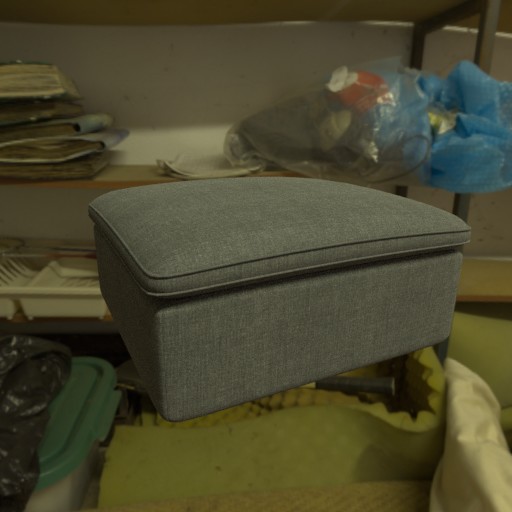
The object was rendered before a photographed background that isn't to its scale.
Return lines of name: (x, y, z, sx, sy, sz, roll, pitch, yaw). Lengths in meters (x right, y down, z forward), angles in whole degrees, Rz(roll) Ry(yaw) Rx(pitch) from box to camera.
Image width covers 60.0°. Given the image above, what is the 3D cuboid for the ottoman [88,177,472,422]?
ottoman: (0.000, 0.000, 1.677, 1.067, 0.559, 1.067, -8, 19, -26)
